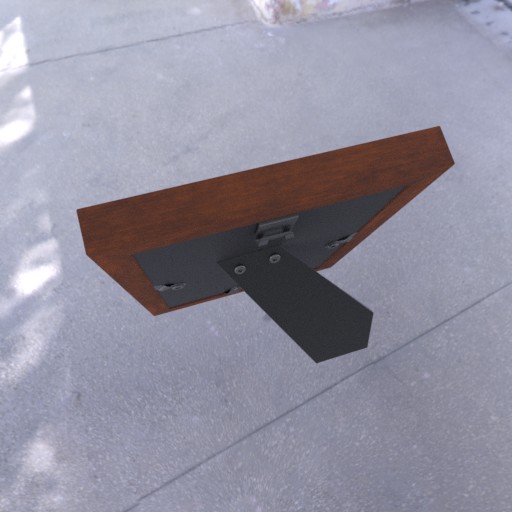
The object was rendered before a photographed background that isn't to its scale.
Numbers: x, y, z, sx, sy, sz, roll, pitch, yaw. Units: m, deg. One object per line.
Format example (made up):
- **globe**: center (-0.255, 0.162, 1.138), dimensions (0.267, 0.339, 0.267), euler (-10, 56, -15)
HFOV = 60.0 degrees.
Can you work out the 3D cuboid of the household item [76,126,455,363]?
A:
- **household item**: center (0.000, 0.000, 0.282), dimensions (0.160, 0.204, 0.096), euler (-15, 59, -9)
